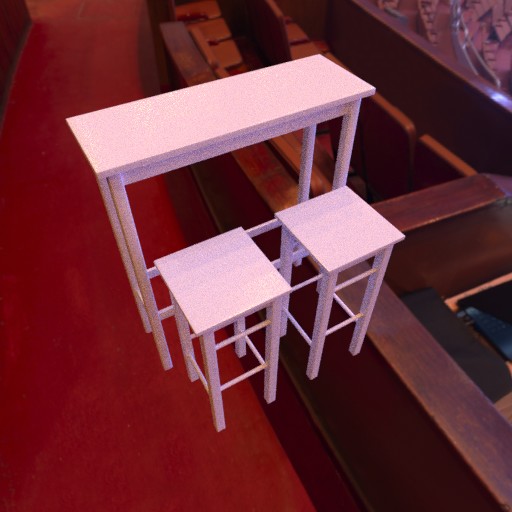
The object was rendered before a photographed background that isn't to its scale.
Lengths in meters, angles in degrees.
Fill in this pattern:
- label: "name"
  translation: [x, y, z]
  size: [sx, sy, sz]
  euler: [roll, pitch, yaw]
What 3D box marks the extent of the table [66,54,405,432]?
- label: "table"
  translation: [0.000, 0.000, 1.651]
  size: [0.915, 1.065, 0.650]
  euler: [-23, 51, -20]
